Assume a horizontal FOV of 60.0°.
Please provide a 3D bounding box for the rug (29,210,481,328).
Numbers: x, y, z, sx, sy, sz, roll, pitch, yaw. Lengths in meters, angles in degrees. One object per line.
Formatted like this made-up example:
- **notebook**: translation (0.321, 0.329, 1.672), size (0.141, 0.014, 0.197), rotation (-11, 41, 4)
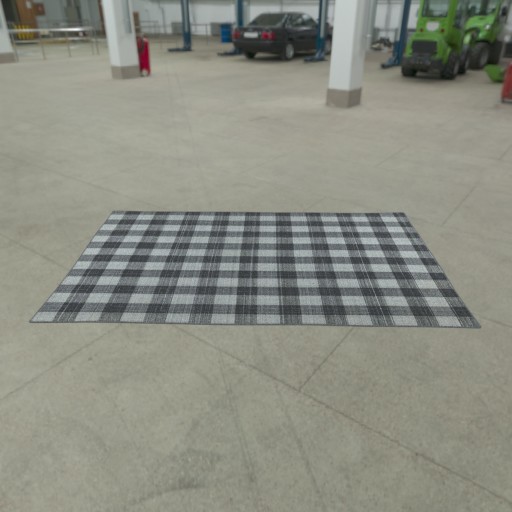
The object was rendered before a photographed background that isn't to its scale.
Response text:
- **rug**: translation (0.000, 0.000, 3.091), size (2.476, 0.011, 1.554), rotation (1, 29, 1)
